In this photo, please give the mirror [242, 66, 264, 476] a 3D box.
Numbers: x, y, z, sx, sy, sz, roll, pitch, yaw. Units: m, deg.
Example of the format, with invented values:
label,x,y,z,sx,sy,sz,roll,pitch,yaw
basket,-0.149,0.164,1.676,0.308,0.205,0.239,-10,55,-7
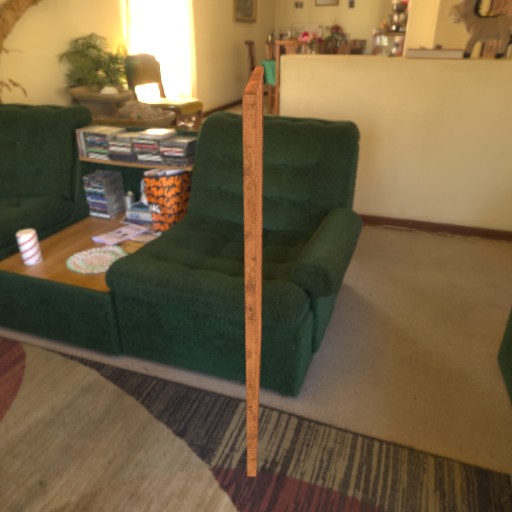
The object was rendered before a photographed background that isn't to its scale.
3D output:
label,x,y,z,sx,sy,sz,roll,pitch,yaw
mirror,0.000,0.000,1.452,0.028,1.099,0.796,1,27,2
